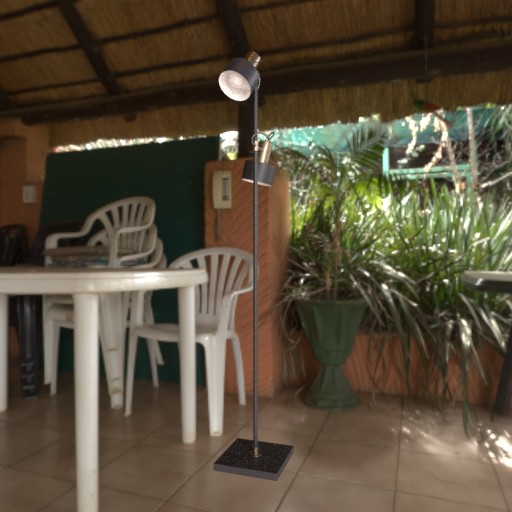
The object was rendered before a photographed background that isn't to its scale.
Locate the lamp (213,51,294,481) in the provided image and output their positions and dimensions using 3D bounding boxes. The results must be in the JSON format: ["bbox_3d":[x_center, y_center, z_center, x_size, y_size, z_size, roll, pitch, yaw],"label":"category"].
[{"bbox_3d":[0.000,0.000,1.634,0.233,1.505,0.315,0,0,19],"label":"lamp"}]
